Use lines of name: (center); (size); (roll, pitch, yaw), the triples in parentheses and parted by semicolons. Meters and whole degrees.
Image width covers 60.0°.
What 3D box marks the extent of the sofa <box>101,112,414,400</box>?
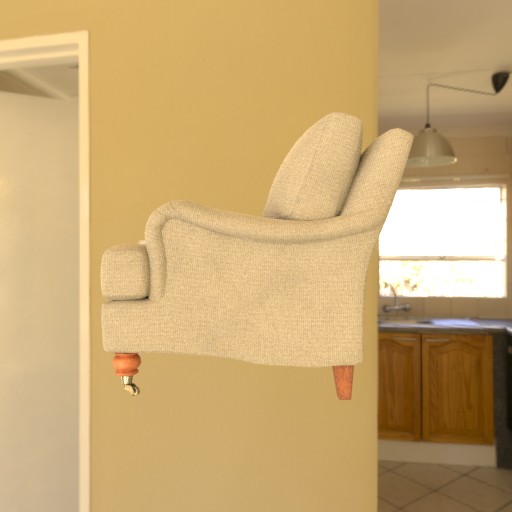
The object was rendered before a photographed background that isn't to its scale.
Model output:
sofa: (0.000, 0.000, 2.198); (1.087, 0.999, 1.480); (0, 0, 0)
